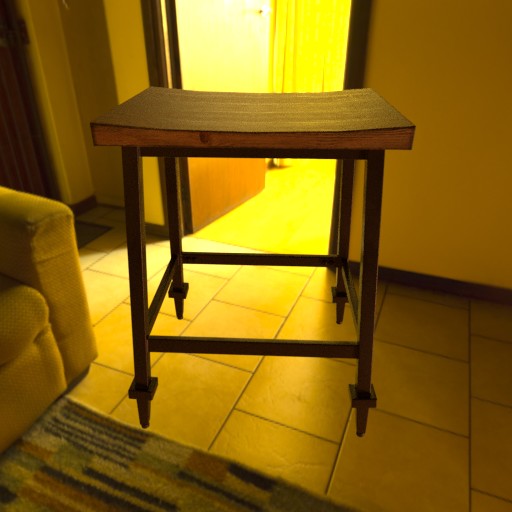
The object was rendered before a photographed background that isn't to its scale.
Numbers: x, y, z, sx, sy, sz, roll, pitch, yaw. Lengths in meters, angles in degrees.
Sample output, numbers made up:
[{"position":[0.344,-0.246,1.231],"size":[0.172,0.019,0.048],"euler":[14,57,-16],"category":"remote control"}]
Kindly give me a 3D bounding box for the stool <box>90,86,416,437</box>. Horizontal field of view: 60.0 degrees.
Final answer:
[{"position":[0.000,0.000,0.938],"size":[0.486,0.625,0.405],"euler":[1,29,2],"category":"stool"}]
